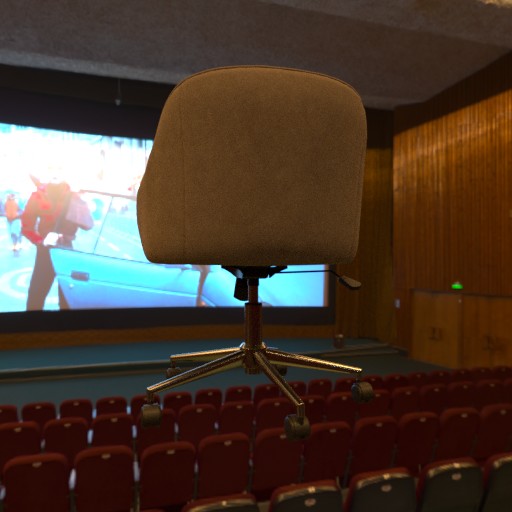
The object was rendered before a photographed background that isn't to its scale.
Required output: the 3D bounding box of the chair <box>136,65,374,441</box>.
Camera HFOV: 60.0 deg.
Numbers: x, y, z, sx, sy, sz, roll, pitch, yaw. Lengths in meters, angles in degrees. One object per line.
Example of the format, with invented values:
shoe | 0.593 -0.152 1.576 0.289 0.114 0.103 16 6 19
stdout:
chair | 0.000 0.000 1.242 0.635 0.831 0.573 0 0 -18
